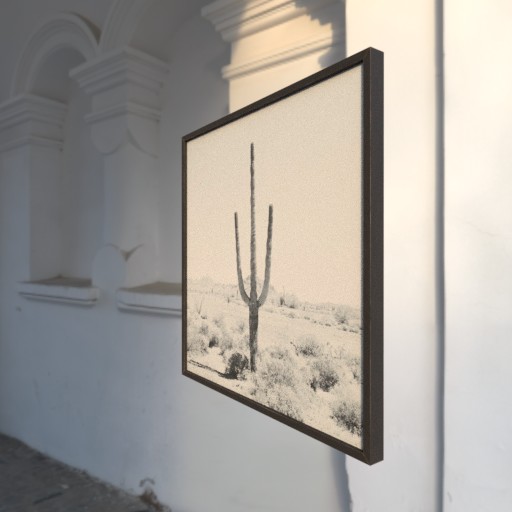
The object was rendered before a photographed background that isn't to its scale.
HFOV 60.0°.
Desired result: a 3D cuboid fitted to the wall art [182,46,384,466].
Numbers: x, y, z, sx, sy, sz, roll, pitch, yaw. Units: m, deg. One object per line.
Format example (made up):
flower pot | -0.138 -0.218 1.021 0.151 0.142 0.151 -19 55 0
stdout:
wall art | 0.000 0.000 1.125 0.038 0.762 0.762 0 0 -36
